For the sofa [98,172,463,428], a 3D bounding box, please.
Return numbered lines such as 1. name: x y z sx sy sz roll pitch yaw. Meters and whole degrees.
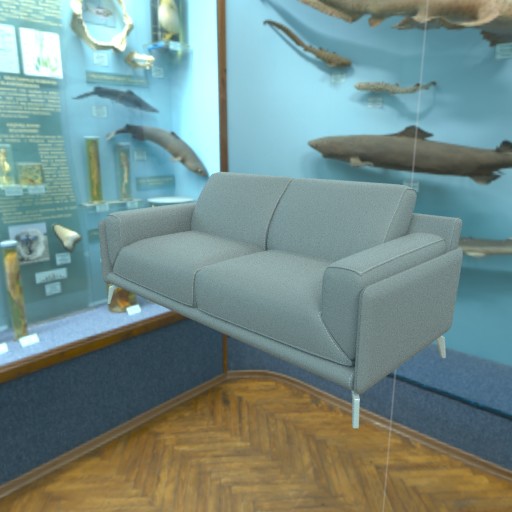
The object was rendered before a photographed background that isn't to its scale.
1. sofa: 0.000 0.000 2.658 2.100 0.900 0.969 14 20 42
